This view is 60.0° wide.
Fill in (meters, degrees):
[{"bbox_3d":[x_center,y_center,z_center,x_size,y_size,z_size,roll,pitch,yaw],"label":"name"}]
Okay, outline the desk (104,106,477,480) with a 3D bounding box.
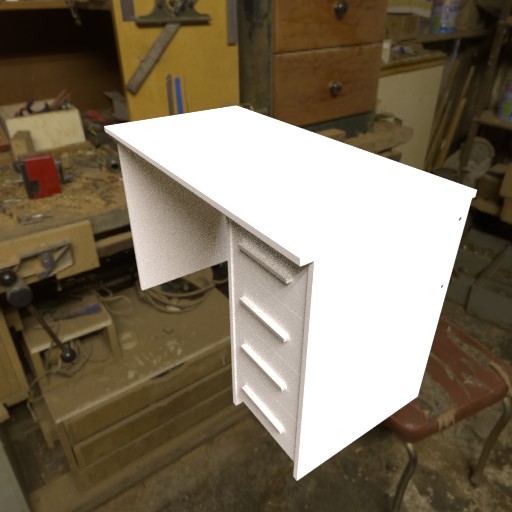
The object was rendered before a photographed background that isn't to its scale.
[{"bbox_3d":[0.000,0.000,1.523,0.560,0.730,1.096,-20,37,-29],"label":"desk"}]
